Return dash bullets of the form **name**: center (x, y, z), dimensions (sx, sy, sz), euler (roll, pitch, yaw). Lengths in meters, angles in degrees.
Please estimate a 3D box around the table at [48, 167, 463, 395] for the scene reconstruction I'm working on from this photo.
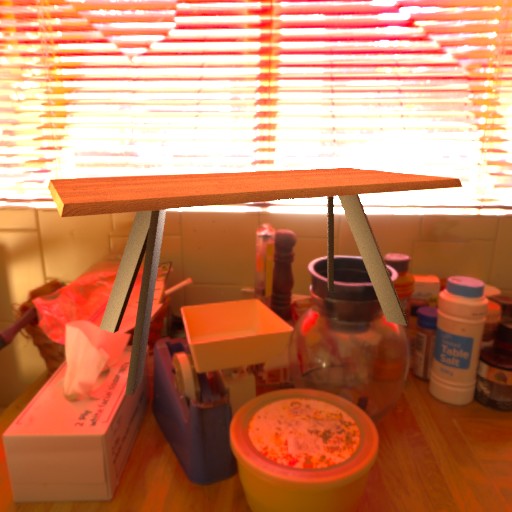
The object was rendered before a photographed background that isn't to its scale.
- **table**: center (0.000, 0.000, 2.236), dimensions (1.800, 0.770, 0.900), euler (-8, 17, -26)
